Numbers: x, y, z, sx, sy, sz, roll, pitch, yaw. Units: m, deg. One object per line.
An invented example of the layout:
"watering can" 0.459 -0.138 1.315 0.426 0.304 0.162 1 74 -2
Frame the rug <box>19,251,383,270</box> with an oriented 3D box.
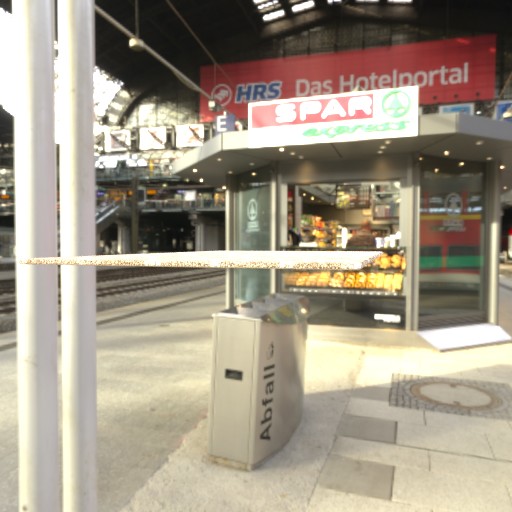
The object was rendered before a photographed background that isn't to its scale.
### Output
"rug" 0.000 0.000 3.376 1.778 0.030 2.743 1 2 18
